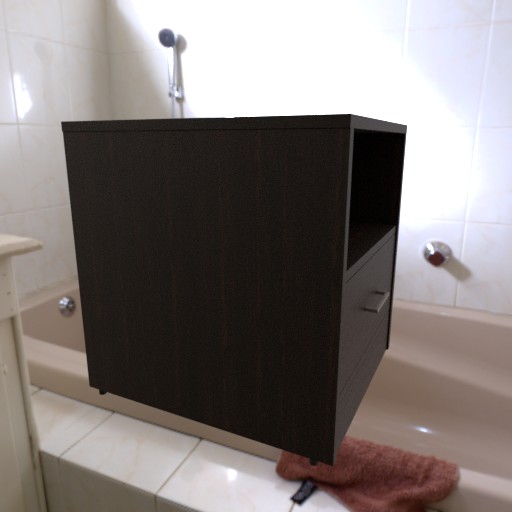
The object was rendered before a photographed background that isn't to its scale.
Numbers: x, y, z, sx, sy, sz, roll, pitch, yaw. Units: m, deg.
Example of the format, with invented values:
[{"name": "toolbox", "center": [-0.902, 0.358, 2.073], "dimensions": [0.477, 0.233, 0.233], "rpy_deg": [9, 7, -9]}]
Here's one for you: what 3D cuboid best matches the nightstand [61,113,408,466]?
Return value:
[{"name": "nightstand", "center": [0.000, 0.000, 0.802], "dimensions": [0.461, 0.460, 0.400], "rpy_deg": [7, 16, 26]}]
